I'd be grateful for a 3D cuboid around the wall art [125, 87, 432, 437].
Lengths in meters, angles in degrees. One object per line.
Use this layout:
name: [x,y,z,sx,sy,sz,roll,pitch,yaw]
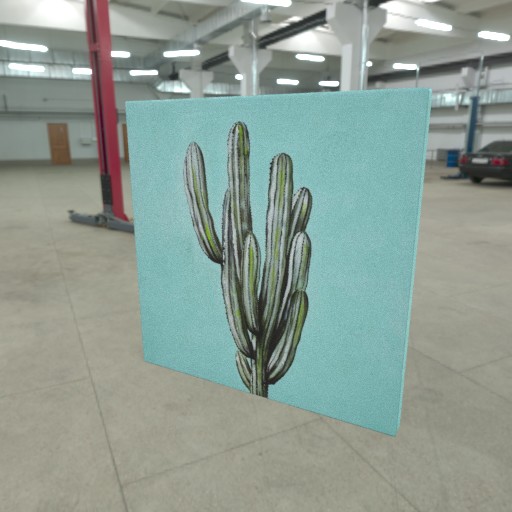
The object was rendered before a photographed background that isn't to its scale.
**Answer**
wall art: [0.000,0.000,1.127,0.765,0.766,0.054,8,17,27]
